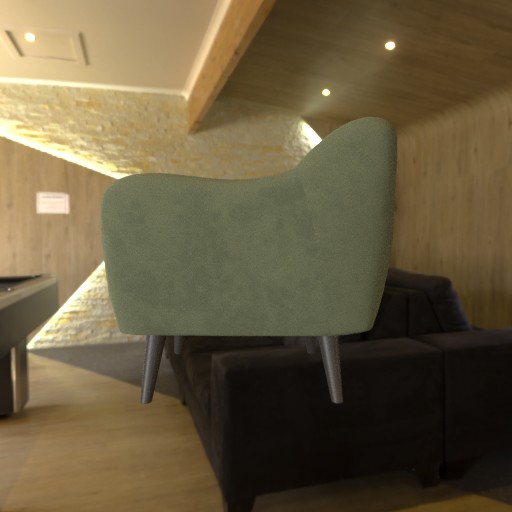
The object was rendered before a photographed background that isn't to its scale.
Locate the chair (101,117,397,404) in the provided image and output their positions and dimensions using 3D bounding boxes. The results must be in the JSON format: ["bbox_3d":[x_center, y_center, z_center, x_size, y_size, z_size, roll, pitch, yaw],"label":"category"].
[{"bbox_3d":[0.000,0.000,1.510,0.819,0.804,0.840,0,2,0],"label":"chair"}]
